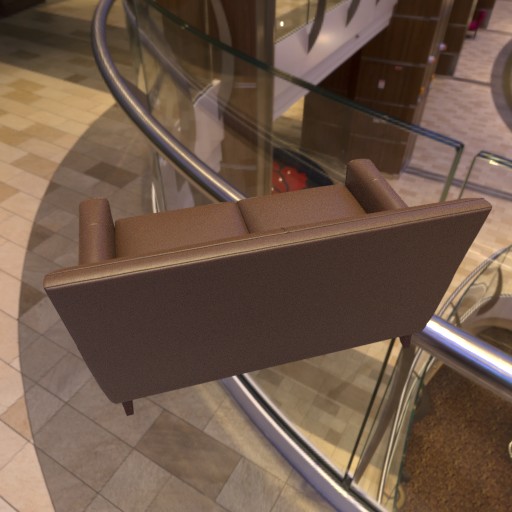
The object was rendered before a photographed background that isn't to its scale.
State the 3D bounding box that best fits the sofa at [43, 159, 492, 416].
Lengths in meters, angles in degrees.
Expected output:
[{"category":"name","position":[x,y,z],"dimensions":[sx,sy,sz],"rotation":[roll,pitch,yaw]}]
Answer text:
[{"category":"sofa","position":[0.000,0.000,1.968],"dimensions":[1.468,0.859,0.853],"rotation":[-10,43,-11]}]
